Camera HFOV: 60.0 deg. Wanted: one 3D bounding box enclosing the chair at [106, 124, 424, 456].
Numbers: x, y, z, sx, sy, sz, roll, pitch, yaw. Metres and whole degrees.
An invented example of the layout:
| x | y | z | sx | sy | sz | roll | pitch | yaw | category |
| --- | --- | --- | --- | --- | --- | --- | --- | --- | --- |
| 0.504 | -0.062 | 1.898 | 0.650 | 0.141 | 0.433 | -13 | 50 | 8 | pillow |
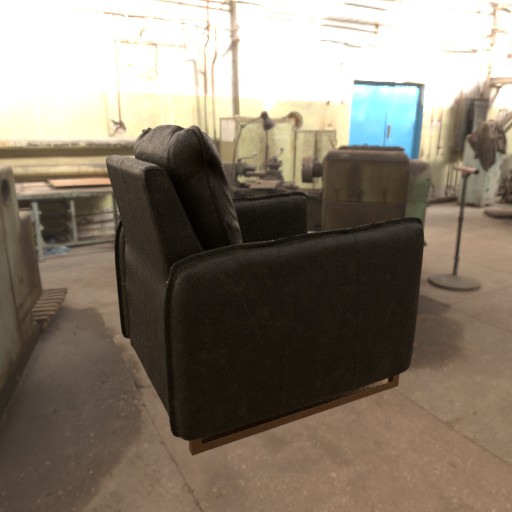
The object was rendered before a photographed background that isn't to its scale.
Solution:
| x | y | z | sx | sy | sz | roll | pitch | yaw | category |
| --- | --- | --- | --- | --- | --- | --- | --- | --- | --- |
| 0.000 | 0.000 | 1.629 | 0.921 | 0.921 | 0.830 | -8 | 18 | -26 | chair |
